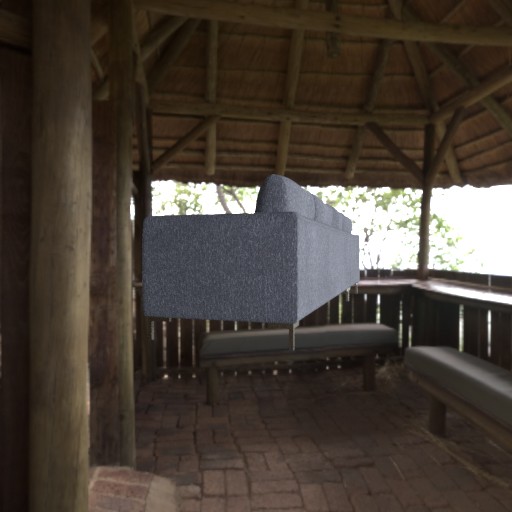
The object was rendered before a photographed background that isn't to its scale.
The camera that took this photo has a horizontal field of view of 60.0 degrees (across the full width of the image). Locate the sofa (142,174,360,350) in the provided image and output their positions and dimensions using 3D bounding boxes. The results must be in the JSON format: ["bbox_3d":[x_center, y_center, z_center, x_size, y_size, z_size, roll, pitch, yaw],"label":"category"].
[{"bbox_3d":[0.000,0.000,3.512,1.350,0.810,2.932,0,1,18],"label":"sofa"}]
